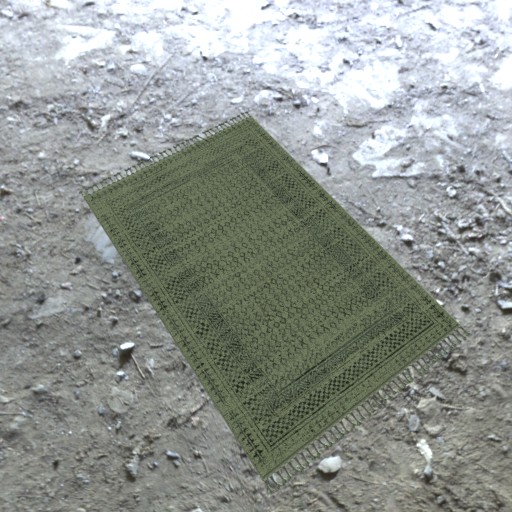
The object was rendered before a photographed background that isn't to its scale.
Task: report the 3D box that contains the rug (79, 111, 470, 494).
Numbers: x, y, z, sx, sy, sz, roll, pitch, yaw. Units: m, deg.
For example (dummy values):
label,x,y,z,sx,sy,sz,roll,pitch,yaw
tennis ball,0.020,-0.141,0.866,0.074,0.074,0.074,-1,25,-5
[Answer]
label,x,y,z,sx,sy,sz,roll,pitch,yaw
rug,0.000,0.000,3.038,1.548,0.013,2.486,-31,64,-17
